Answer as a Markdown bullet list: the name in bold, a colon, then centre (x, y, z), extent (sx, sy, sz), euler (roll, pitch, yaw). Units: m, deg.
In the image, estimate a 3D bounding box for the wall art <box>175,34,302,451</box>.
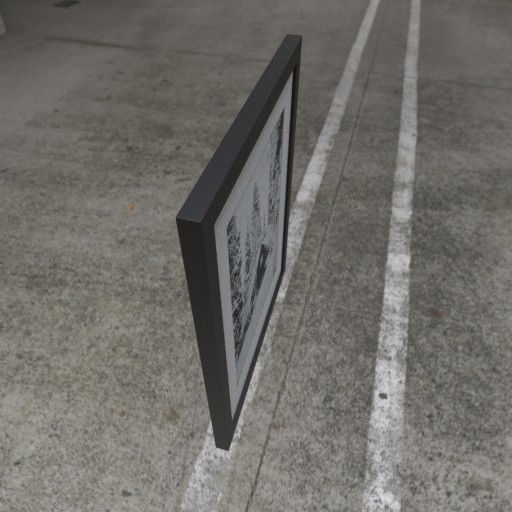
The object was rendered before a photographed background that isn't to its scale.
- **wall art**: centre (0.000, 0.000, 0.537), extent (0.018, 0.397, 0.325), euler (11, 48, 11)
